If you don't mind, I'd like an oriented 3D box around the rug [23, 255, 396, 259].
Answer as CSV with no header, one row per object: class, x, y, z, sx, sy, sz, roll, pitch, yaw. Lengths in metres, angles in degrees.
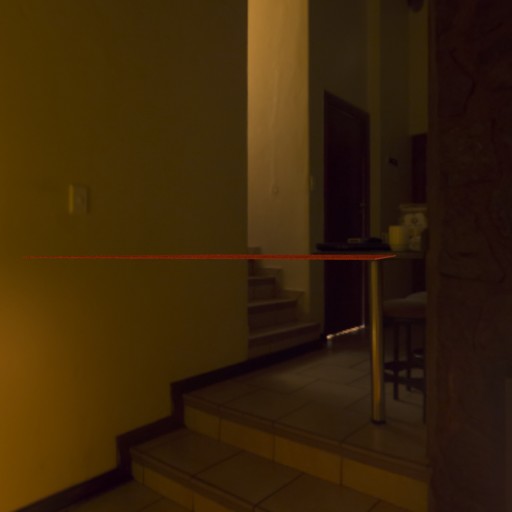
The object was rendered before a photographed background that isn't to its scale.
rug,0.000,0.000,3.987,2.300,0.012,2.929,0,0,20
